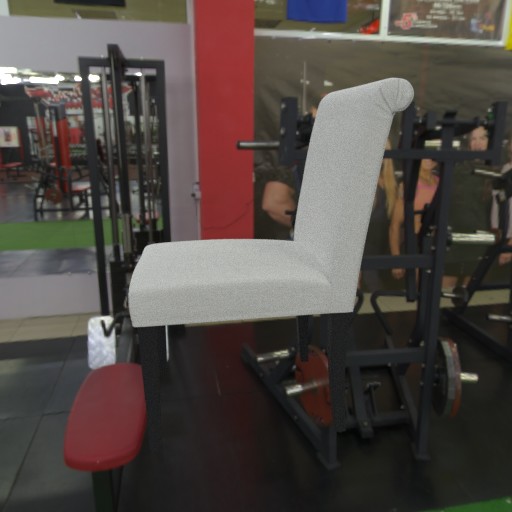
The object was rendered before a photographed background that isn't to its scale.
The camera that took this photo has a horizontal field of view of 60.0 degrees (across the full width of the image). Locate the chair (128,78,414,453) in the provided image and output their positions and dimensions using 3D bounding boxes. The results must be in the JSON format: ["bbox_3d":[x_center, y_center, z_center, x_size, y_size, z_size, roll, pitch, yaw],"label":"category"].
[{"bbox_3d":[0.000,0.000,1.344,0.708,0.976,0.452,-2,16,-9],"label":"chair"}]
